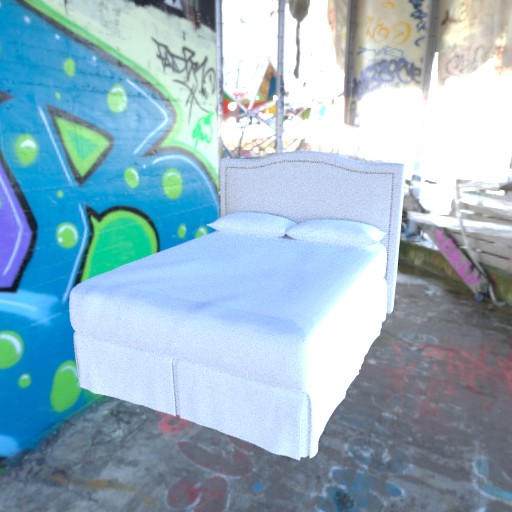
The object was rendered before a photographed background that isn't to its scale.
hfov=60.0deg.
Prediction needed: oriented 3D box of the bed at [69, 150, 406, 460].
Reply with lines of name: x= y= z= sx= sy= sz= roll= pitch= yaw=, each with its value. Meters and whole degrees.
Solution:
bed: x=0.000 y=0.000 z=3.300 sx=1.753 sy=1.460 sz=2.143 roll=8 pitch=17 yaw=25
